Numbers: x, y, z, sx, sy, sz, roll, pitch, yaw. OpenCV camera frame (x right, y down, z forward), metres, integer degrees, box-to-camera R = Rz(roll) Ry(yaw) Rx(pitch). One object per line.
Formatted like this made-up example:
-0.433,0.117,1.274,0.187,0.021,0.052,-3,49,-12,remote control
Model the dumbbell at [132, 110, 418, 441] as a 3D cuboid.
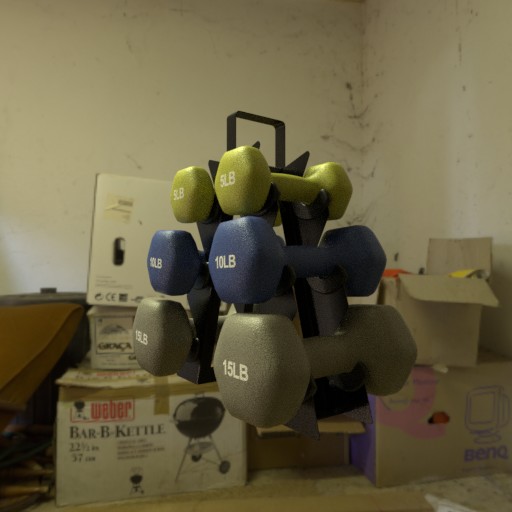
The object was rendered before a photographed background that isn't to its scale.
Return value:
0.000,0.000,0.682,0.261,0.426,0.416,1,-1,-35,dumbbell
